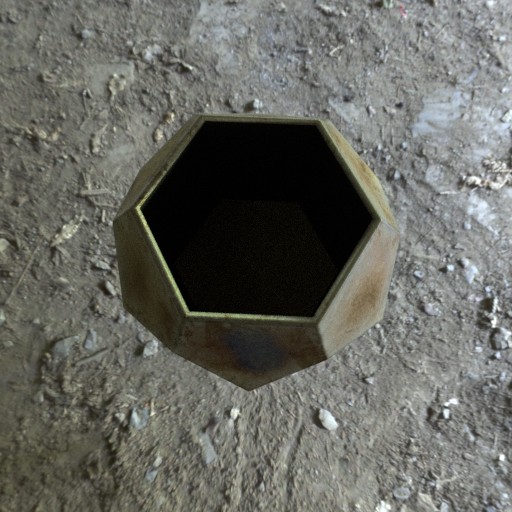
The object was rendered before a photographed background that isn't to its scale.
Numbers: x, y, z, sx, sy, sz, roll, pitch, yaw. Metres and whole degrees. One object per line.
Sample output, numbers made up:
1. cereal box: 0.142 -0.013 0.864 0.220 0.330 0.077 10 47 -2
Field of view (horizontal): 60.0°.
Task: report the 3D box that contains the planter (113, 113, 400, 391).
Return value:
1. planter: 0.000 0.000 0.423 0.243 0.238 0.221 32 78 8
